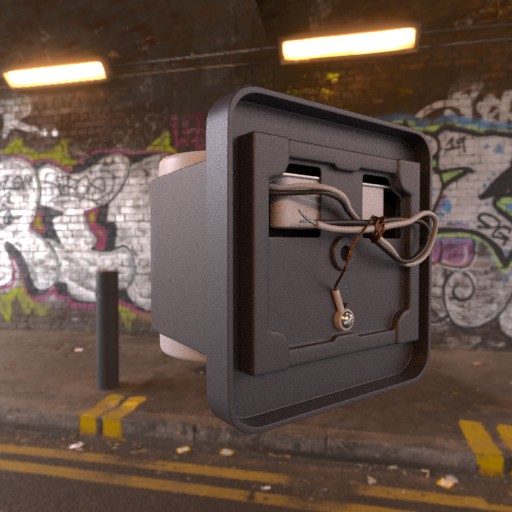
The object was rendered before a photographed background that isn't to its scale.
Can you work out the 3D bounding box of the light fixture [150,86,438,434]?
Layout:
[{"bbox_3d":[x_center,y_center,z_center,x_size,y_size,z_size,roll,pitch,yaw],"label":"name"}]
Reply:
[{"bbox_3d":[0.000,0.000,0.210,0.109,0.109,0.132,-1,2,-37],"label":"light fixture"}]
